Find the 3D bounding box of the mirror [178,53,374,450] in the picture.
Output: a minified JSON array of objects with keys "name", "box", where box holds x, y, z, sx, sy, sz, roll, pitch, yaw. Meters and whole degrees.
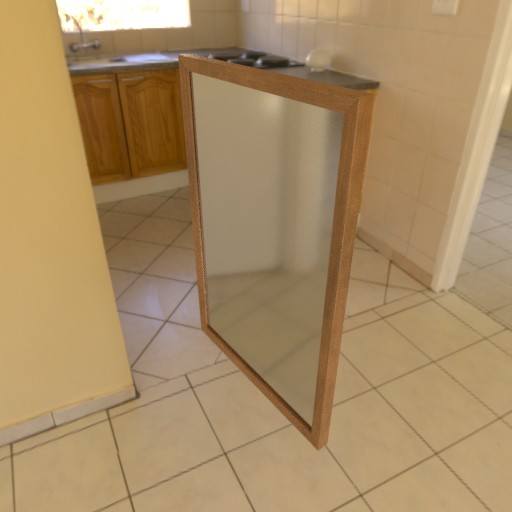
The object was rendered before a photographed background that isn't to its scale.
[{"name":"mirror","box":[0.000,0.000,1.168,0.040,0.915,0.609,-21,38,-31]}]
